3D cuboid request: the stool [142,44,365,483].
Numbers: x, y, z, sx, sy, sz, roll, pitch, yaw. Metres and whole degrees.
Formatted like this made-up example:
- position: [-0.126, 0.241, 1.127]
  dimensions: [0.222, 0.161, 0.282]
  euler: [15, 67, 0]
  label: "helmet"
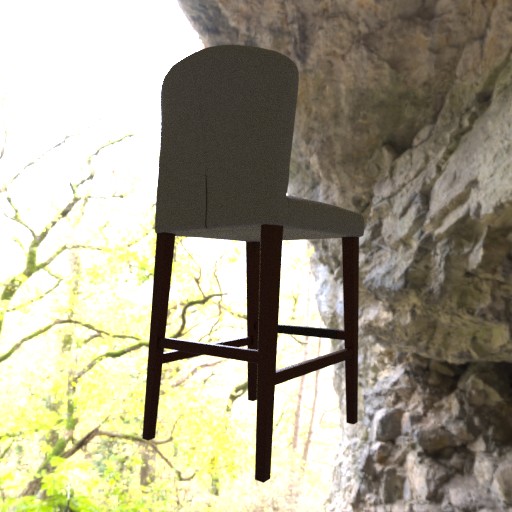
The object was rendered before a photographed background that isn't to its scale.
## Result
- position: [0.000, 0.000, 1.374]
  dimensions: [0.481, 1.069, 0.568]
  euler: [-1, -2, 38]
  label: "stool"
